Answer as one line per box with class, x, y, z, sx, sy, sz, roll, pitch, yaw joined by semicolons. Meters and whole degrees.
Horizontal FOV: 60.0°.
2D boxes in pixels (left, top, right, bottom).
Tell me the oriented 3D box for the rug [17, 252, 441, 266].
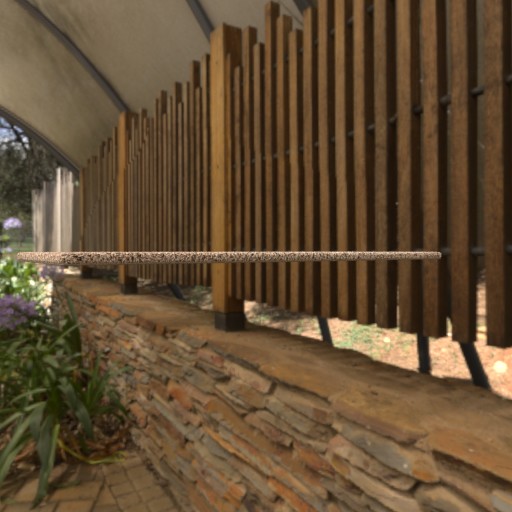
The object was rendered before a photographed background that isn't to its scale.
rug;0.000;0.000;1.676;1.524;0.030;0.609;0;1;-36
